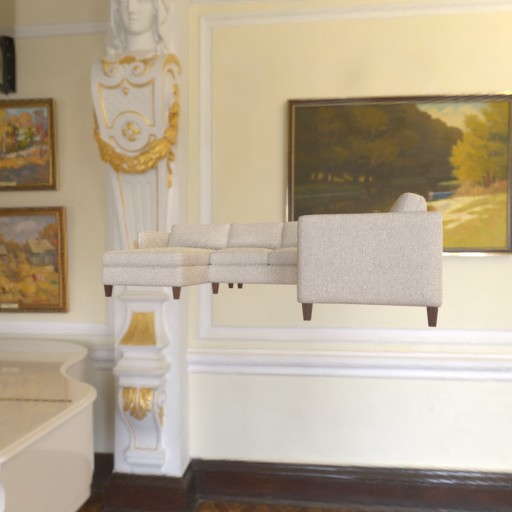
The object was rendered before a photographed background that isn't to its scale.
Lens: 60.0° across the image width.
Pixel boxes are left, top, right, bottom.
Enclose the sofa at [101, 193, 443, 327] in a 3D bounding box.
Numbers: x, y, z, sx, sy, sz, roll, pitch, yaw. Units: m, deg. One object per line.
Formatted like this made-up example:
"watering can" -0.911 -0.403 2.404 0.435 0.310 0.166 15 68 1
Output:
"sofa" 0.000 0.000 4.367 3.238 0.853 2.551 0 0 19
